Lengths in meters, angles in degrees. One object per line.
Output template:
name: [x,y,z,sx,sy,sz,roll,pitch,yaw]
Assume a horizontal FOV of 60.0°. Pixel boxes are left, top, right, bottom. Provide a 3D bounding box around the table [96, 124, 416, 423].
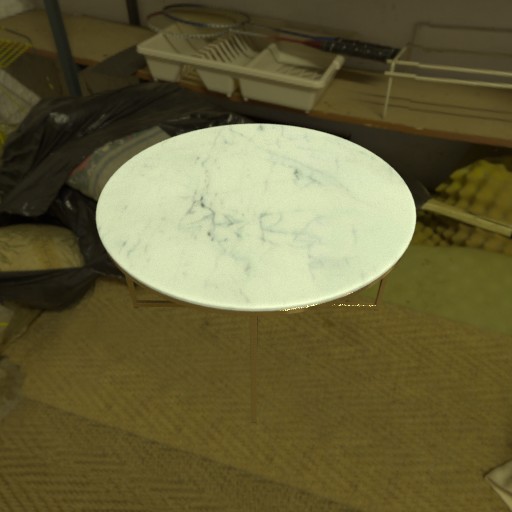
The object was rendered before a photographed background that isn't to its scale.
table: [0.000,0.000,1.293,0.800,0.450,0.800,0,42,0]
